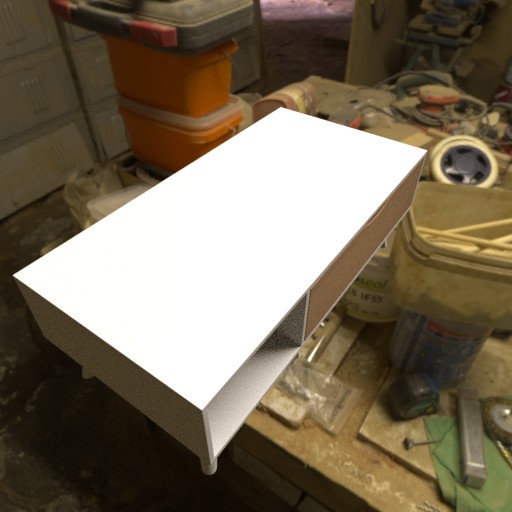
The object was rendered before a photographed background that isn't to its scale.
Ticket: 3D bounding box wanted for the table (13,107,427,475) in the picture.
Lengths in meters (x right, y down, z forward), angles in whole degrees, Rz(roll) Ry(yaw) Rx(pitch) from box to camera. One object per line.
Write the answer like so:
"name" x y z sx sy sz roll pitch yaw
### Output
"table" 0.000 0.000 1.456 0.609 0.432 1.194 26 48 26
